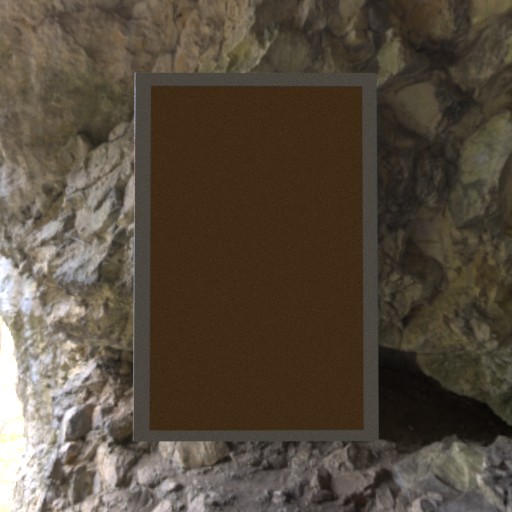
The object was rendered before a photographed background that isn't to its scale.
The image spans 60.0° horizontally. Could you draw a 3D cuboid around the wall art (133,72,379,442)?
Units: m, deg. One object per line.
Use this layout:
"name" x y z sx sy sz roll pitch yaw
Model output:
"wall art" 0.000 0.000 0.475 0.251 0.380 0.039 0 -1 0
